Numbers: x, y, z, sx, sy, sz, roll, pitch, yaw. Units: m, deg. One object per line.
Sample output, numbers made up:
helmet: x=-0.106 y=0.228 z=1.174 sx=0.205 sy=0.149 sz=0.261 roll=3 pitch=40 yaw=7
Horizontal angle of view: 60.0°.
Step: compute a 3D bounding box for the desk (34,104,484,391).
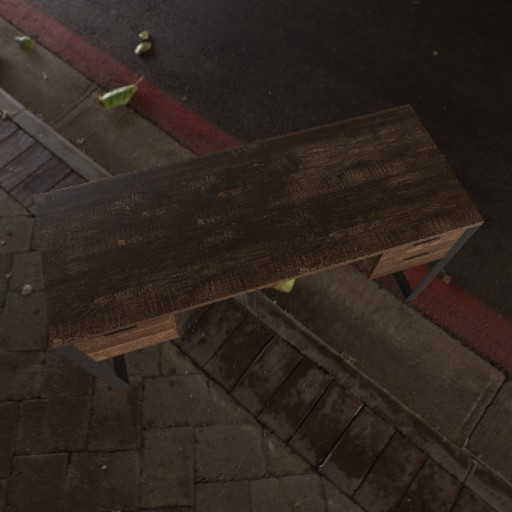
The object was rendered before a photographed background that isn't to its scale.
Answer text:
desk: x=0.000 y=0.000 z=1.948 sx=1.524 sy=0.762 sz=0.599 roll=-16 pitch=64 yaw=-8
